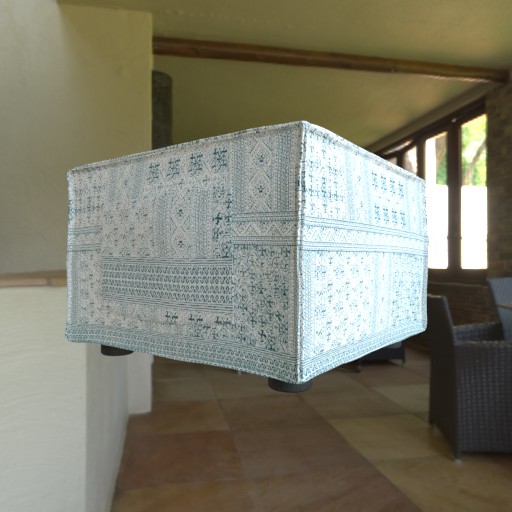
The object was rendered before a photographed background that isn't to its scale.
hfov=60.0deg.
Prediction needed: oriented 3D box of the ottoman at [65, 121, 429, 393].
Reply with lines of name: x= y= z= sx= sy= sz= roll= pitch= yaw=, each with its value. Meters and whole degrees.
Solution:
ottoman: x=0.000 y=0.000 z=1.038 sx=0.617 sy=0.439 sz=0.626 roll=-1 pitch=-1 yaw=36
